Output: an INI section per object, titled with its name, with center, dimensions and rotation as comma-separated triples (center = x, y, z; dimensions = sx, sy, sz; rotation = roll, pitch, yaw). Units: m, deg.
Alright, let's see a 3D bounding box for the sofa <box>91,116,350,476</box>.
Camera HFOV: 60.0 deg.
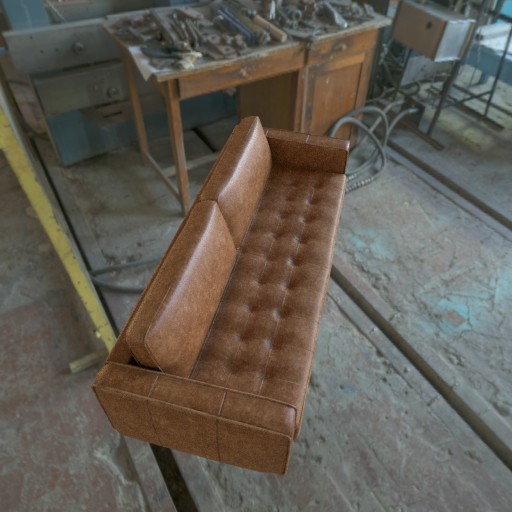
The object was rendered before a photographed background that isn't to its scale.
[sofa]
center = 0.000, 0.000, 2.617
dimensions = 0.886, 0.779, 2.199
rotation = 10, 47, 10
